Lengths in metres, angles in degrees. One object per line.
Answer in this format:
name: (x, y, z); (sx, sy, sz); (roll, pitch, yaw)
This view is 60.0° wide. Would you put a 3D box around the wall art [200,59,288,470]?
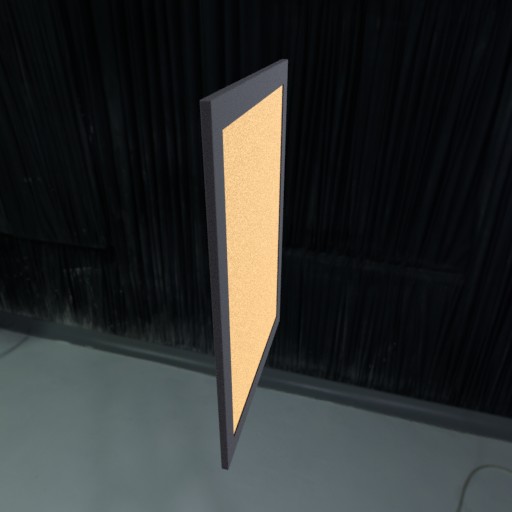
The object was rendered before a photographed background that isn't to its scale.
wall art: (0.000, 0.000, 0.691); (0.012, 0.529, 0.374); (7, 30, 12)
